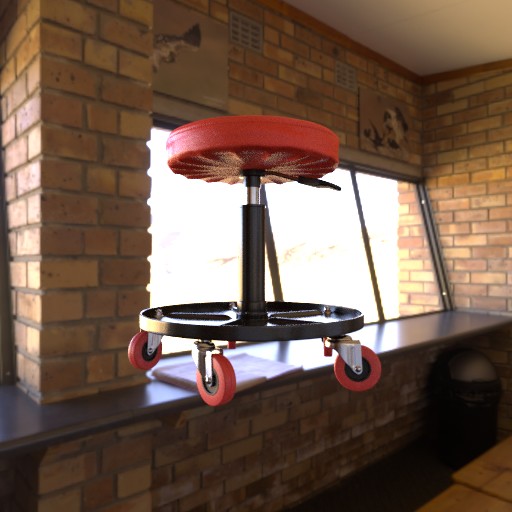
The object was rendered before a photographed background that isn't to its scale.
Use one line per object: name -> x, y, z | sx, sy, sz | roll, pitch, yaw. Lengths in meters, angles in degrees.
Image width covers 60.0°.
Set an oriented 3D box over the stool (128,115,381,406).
stool -> 0.000, 0.000, 0.701 | 0.382, 0.365, 0.381 | 0, -1, 17
